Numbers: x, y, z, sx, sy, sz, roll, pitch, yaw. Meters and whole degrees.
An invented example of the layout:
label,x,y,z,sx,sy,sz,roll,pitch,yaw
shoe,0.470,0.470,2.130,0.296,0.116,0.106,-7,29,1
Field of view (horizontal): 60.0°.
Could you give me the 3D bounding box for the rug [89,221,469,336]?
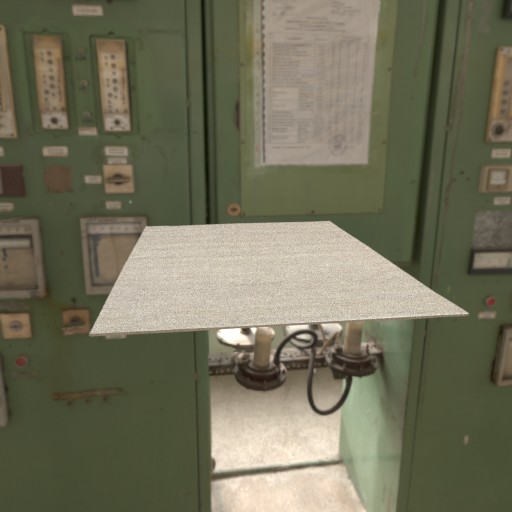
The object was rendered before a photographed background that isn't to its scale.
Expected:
label,x,y,z,sx,sy,sz,roll,pitch,yaw
rug,0.000,0.000,4.870,2.757,0.051,3.626,-2,16,-7
